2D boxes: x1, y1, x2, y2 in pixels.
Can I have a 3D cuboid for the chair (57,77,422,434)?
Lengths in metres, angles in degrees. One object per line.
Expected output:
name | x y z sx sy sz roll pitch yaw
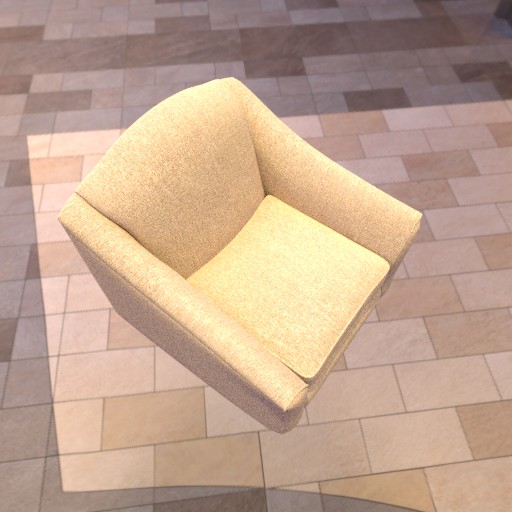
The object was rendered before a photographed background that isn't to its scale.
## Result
chair | 0.000 0.000 1.462 0.787 0.839 0.763 32 63 19
